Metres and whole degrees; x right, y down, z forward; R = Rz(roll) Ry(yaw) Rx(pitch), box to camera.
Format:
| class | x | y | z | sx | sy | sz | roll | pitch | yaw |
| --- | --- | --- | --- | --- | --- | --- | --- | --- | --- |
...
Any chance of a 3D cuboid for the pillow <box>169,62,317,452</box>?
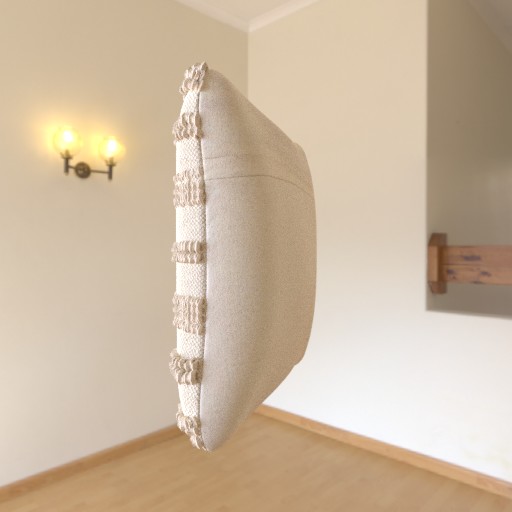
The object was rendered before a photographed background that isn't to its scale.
| class | x | y | z | sx | sy | sz | roll | pitch | yaw |
| --- | --- | --- | --- | --- | --- | --- | --- | --- | --- |
| pillow | 0.000 | 0.000 | 0.666 | 0.145 | 0.427 | 0.437 | 0 | 2 | 18 |
